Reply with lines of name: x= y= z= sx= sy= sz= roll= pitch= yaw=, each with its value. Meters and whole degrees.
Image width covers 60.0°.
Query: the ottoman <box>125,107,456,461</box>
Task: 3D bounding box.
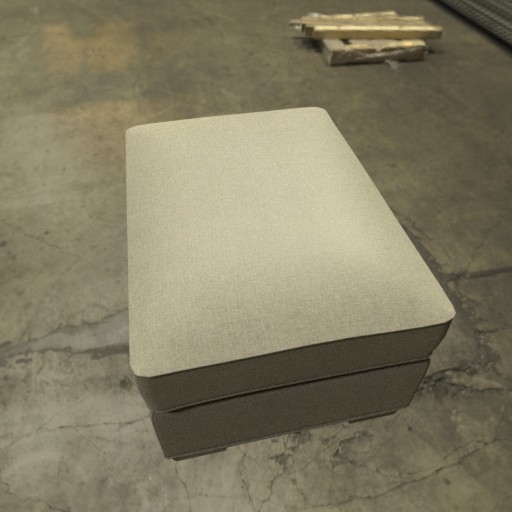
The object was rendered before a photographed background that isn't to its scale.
ottoman: x=0.000 y=0.000 z=1.208 sx=0.619 sy=0.504 sz=0.843 roll=-9 pitch=47 yaw=-8
